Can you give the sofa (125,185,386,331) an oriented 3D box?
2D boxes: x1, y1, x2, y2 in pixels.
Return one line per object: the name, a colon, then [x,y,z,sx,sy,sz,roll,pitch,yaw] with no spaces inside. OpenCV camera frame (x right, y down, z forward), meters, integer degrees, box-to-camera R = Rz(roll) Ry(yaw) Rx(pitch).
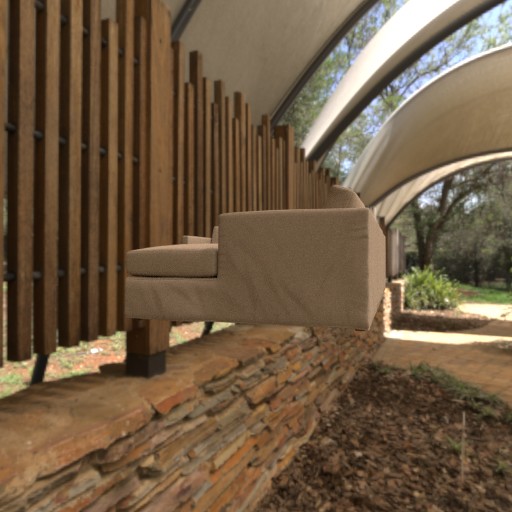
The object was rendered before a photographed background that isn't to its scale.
sofa: [0.000,0.000,4.467,2.427,0.882,3.460,0,0,18]
